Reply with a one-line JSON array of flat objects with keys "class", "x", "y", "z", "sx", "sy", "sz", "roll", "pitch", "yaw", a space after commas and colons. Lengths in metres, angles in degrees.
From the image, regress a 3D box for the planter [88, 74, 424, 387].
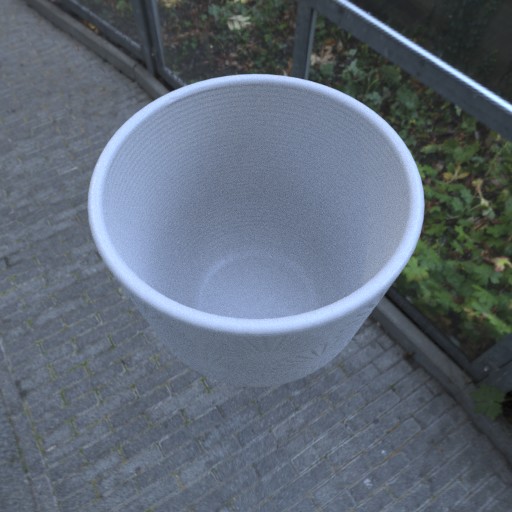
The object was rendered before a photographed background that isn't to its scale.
[{"class": "planter", "x": 0.000, "y": 0.000, "z": 0.290, "sx": 0.170, "sy": 0.152, "sz": 0.170, "roll": 0, "pitch": 58, "yaw": 0}]
